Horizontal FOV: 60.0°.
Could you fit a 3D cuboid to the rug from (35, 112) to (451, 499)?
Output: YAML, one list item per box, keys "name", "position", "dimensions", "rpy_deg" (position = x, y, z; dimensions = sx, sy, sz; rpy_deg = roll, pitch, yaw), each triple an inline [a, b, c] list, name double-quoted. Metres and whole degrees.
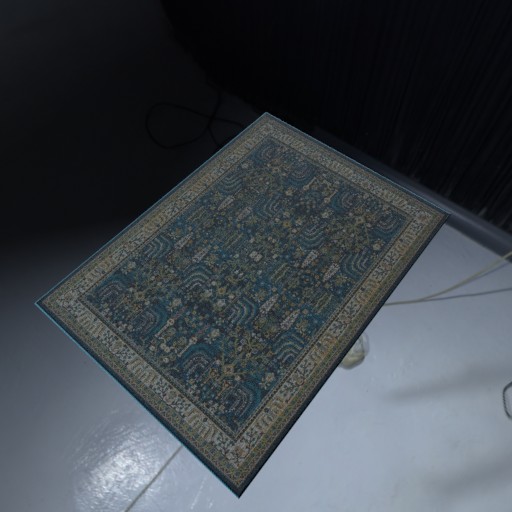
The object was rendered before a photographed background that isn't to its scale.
- name: "rug"
  position: [0.000, 0.000, 3.904]
  dimensions: [2.226, 0.015, 3.044]
  rpy_deg: [35, 64, 20]
